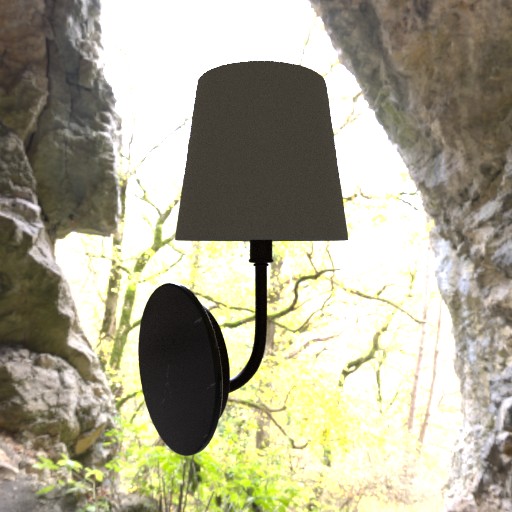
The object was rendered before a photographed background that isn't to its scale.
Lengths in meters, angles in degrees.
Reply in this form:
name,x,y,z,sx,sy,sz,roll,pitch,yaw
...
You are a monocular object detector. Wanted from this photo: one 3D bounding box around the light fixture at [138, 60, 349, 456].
name,x,y,z,sx,sy,sz,roll,pitch,yaw
light fixture,0.000,0.000,0.440,0.188,0.337,0.168,-1,2,-38
